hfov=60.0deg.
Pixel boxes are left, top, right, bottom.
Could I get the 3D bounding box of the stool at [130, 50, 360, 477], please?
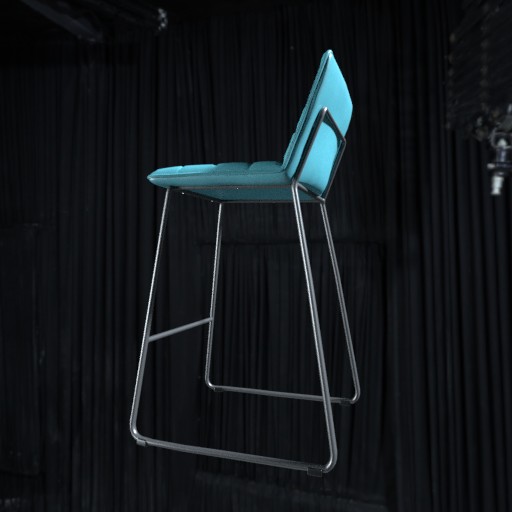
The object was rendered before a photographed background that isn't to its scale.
[{"bbox_3d":[0.000,0.000,1.244,0.524,0.936,0.489,0,0,19],"label":"stool"}]
